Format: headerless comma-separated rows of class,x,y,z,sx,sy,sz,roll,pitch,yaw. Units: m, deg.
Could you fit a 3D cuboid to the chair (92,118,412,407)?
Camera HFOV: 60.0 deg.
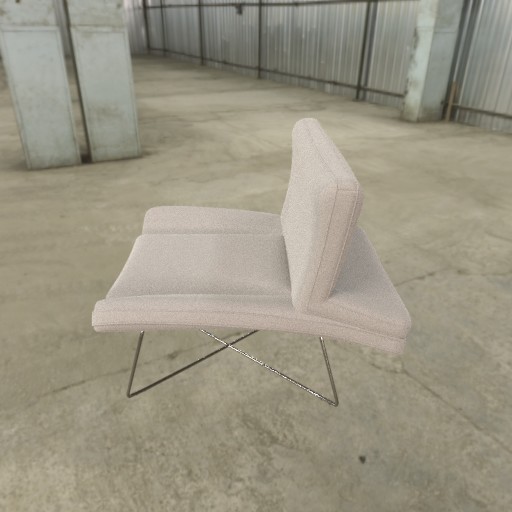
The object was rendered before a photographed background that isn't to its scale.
chair,0.000,0.000,1.663,1.008,0.855,0.859,0,28,0
